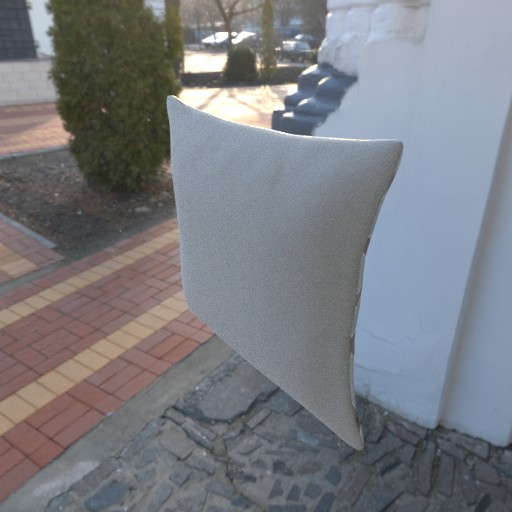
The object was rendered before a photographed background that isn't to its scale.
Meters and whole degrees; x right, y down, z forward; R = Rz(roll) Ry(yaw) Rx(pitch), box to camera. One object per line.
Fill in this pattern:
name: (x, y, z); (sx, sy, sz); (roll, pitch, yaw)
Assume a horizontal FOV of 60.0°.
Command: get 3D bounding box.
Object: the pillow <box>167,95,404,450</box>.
pillow: (0.000, 0.000, 0.809); (0.166, 0.508, 0.552); (-19, 32, -34)
